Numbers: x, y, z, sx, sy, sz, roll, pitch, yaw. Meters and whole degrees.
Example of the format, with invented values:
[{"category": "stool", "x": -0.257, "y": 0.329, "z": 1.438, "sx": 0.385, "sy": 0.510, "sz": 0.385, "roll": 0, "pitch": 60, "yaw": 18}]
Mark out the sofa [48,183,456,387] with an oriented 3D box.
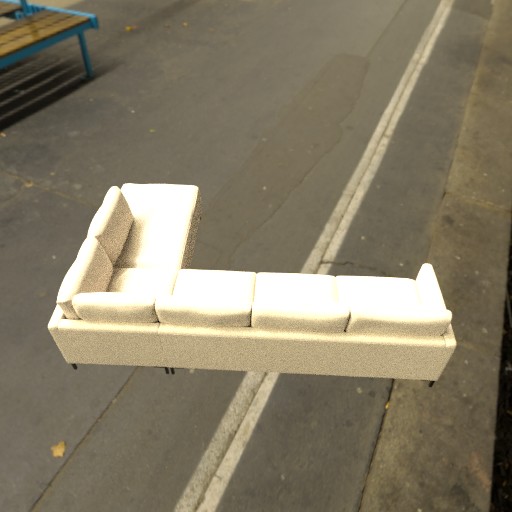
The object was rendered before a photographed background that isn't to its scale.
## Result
[{"category": "sofa", "x": 0.000, "y": 0.000, "z": 3.949, "sx": 2.949, "sy": 0.815, "sz": 2.007, "roll": 2, "pitch": 45, "yaw": 2}]
